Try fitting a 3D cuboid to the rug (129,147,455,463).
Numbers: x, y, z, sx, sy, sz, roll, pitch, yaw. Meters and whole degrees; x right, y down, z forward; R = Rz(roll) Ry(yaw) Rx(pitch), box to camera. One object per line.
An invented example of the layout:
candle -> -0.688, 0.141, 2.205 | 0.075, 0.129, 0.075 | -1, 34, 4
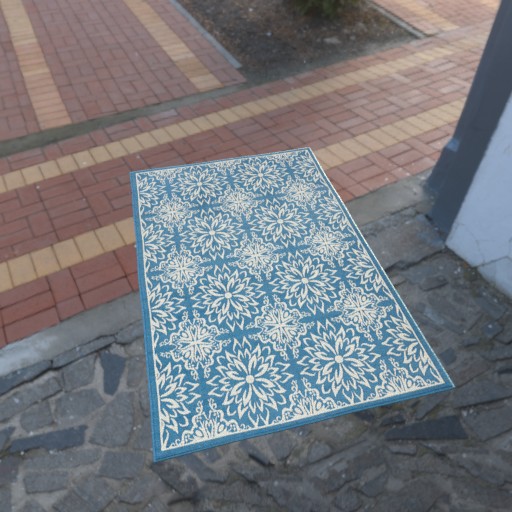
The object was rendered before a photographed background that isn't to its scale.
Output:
rug -> 0.000, 0.000, 3.491 | 1.830, 0.018, 2.769 | -10, 47, -10
